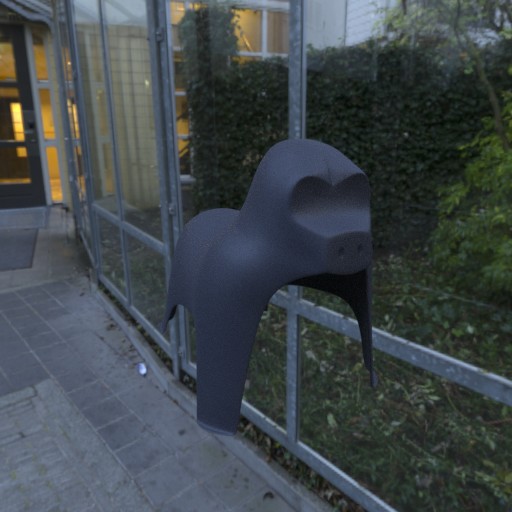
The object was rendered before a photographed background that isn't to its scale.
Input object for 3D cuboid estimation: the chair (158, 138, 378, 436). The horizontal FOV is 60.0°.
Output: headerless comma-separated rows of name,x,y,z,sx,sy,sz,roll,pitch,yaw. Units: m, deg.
chair,0.000,0.000,1.157,0.490,0.600,0.758,-8,18,-26
